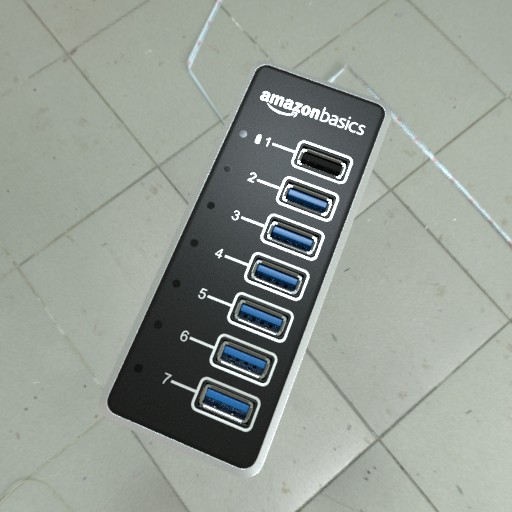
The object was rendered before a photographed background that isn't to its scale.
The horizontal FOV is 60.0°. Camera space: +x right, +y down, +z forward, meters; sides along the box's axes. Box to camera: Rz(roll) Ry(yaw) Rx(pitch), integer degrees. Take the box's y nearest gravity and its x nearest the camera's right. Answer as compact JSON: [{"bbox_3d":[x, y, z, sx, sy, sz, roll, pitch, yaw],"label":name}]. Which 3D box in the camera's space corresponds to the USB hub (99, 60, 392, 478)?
[{"bbox_3d":[0.000,0.000,0.131,0.044,0.023,0.110,21,78,5],"label":"USB hub"}]
